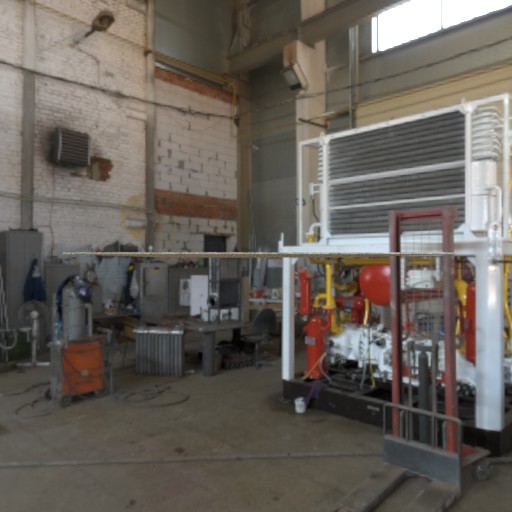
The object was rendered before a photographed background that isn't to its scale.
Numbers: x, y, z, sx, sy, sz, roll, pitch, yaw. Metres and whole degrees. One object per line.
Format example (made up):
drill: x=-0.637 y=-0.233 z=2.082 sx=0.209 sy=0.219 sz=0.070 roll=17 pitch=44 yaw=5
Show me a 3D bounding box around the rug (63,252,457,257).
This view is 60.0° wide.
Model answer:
rug: x=0.000 y=0.000 z=2.852 sx=1.521 sy=0.006 sz=2.283 roll=0 pitch=-1 yaw=-1
